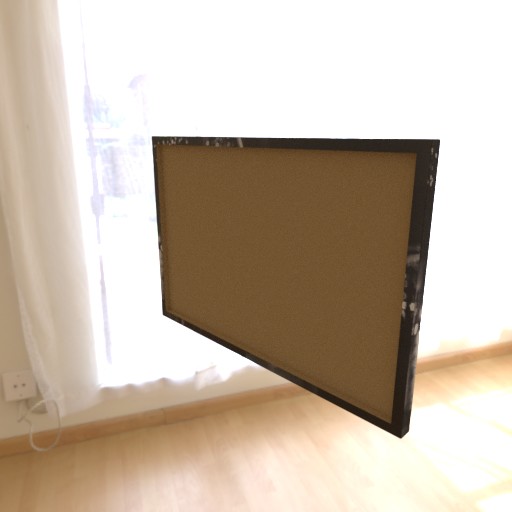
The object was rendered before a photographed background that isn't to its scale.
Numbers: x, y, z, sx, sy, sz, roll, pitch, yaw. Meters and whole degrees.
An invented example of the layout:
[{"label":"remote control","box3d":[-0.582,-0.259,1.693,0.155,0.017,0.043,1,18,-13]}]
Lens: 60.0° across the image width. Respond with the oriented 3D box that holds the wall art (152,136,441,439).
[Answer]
[{"label":"wall art","box3d":[0.000,0.000,1.177,0.038,0.609,0.914,-15,21,-42]}]
